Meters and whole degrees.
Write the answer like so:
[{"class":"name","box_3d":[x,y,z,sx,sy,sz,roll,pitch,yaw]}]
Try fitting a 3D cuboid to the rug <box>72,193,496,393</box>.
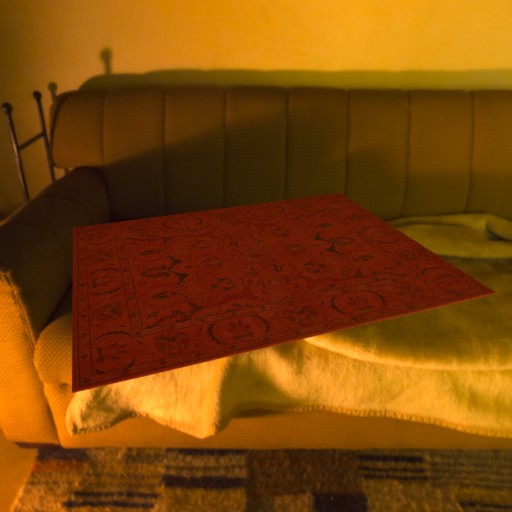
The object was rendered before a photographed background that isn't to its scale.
[{"class":"rug","box_3d":[0.000,0.000,3.771,2.929,0.012,2.300,-10,29,-18]}]
